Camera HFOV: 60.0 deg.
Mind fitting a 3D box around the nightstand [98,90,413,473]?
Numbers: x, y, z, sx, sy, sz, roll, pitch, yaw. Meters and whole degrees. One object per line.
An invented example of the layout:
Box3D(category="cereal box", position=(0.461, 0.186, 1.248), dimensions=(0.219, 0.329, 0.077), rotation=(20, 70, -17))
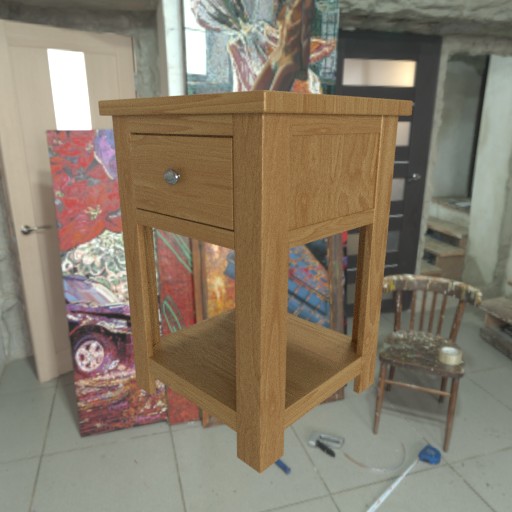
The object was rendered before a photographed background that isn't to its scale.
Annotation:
Box3D(category="nightstand", position=(0.000, 0.000, 0.928), dimensions=(0.428, 0.614, 0.418), rotation=(15, 23, 41))
